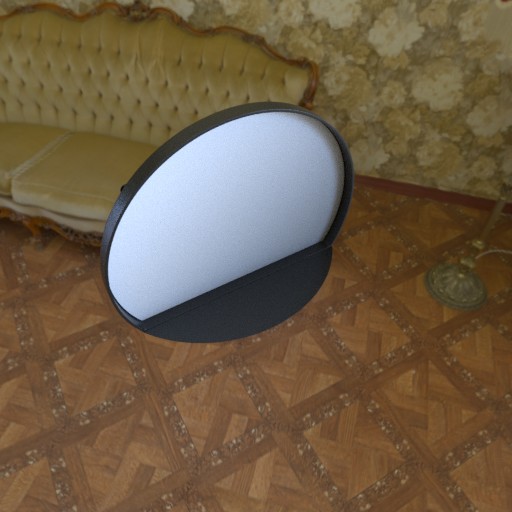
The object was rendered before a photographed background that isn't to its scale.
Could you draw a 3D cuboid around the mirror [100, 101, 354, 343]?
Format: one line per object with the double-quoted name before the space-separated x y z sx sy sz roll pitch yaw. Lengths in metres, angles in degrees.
"mirror" 0.000 0.000 0.712 0.457 0.457 0.133 -23 51 -21
